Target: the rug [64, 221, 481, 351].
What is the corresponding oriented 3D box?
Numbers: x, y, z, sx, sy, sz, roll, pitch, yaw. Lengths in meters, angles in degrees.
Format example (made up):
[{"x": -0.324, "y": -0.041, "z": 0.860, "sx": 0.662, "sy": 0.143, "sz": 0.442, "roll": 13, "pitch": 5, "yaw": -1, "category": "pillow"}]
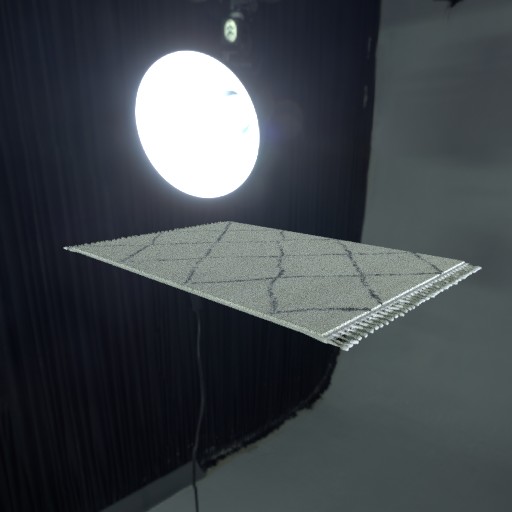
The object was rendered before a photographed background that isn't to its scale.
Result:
[{"x": 0.000, "y": 0.000, "z": 2.858, "sx": 2.307, "sy": 0.031, "sz": 1.494, "roll": 13, "pitch": 19, "yaw": 42, "category": "rug"}]
